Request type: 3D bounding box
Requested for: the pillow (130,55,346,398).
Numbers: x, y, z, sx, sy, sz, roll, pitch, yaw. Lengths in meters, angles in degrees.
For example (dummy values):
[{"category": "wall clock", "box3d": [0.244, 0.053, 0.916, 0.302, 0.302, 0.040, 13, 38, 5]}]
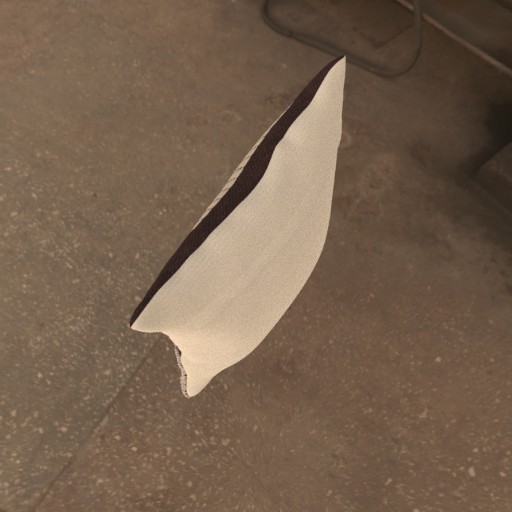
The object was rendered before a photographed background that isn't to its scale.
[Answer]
[{"category": "pillow", "box3d": [0.000, 0.000, 0.745, 0.178, 0.473, 0.475, 31, 68, 14]}]
